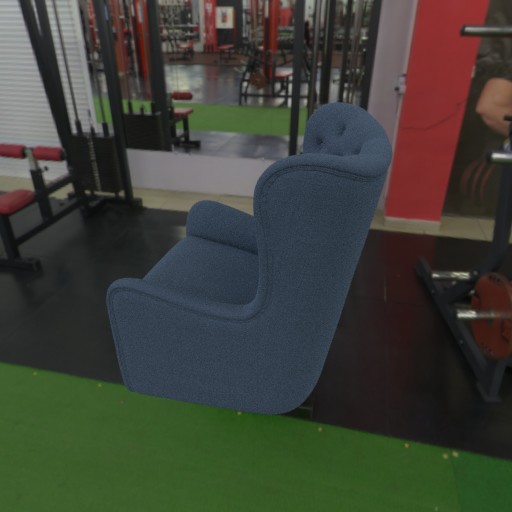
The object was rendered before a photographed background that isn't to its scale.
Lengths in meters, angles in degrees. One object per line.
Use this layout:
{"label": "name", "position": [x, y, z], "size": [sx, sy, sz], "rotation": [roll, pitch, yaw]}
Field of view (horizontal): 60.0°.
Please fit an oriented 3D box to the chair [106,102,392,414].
{"label": "chair", "position": [0.000, 0.000, 1.782], "size": [0.930, 1.079, 0.831], "rotation": [8, 30, 14]}
